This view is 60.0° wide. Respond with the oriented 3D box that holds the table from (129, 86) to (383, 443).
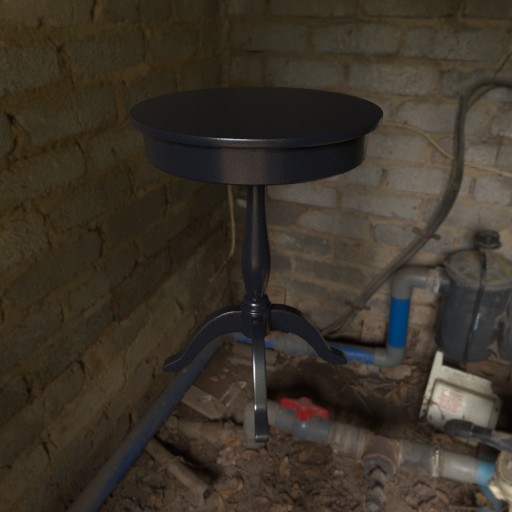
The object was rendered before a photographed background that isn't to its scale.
[{"bbox_3d":[0.000,0.000,1.017,0.481,0.665,0.481,0,30,0],"label":"table"}]
